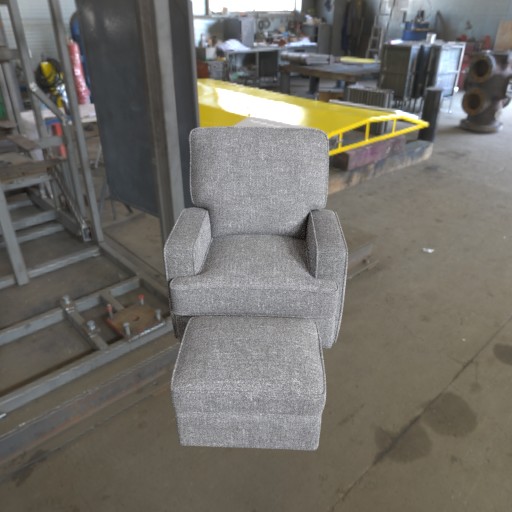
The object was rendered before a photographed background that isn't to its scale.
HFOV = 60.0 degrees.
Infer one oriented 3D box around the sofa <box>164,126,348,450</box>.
[{"bbox_3d":[0.000,0.000,2.103,0.861,0.959,1.472,1,30,2],"label":"sofa"}]
